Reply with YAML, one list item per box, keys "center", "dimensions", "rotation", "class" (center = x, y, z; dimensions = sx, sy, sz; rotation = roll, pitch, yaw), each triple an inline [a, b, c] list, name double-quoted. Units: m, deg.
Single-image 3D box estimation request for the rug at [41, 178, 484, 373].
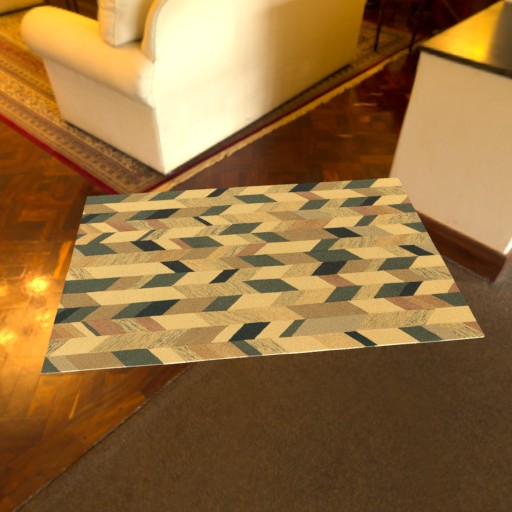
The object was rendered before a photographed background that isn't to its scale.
- center: [0.000, 0.000, 2.921]
  dimensions: [2.423, 0.008, 1.513]
  rotation: [-4, 46, -4]
  class: "rug"
